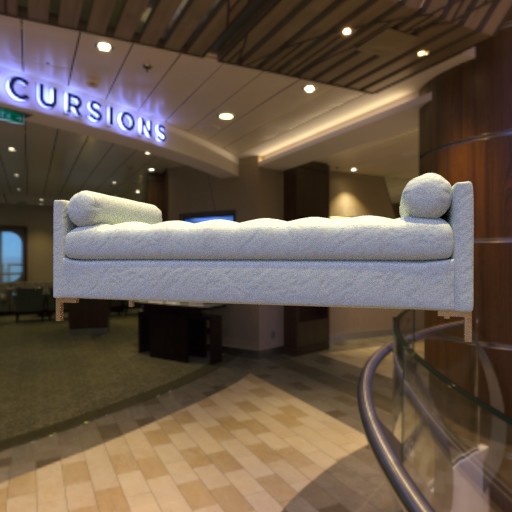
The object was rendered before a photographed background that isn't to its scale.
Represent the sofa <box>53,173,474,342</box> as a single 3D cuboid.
[{"bbox_3d":[0.000,0.000,2.459,2.102,0.705,0.796,0,0,17],"label":"sofa"}]
